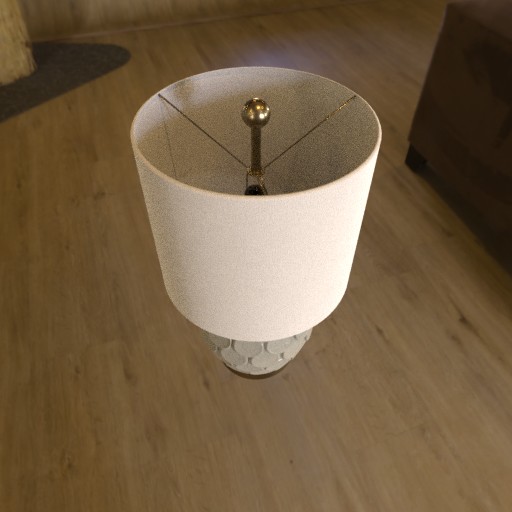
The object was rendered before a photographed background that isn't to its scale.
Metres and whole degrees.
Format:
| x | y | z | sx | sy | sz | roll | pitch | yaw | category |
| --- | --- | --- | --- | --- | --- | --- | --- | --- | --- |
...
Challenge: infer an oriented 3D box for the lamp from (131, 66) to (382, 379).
| x | y | z | sx | sy | sz | roll | pitch | yaw | category |
| --- | --- | --- | --- | --- | --- | --- | --- | --- | --- |
| 0.000 | 0.000 | 0.604 | 0.254 | 0.452 | 0.254 | 0 | 47 | 0 | lamp |
